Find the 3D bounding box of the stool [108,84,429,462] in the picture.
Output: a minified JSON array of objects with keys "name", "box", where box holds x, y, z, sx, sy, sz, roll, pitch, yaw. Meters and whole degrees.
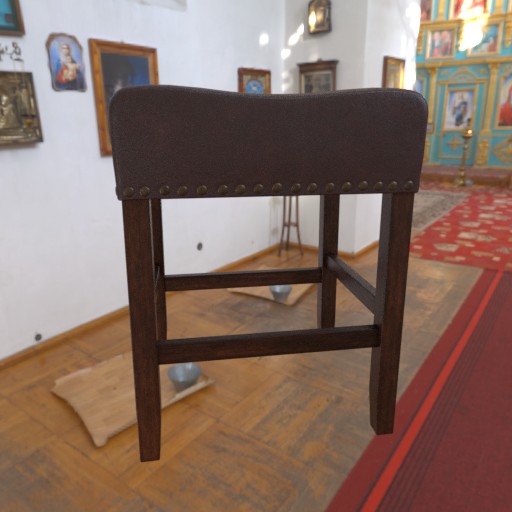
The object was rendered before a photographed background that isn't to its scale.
[{"name":"stool","box":[0.000,0.000,0.883,0.465,0.608,0.397,-3,17,-9]}]
